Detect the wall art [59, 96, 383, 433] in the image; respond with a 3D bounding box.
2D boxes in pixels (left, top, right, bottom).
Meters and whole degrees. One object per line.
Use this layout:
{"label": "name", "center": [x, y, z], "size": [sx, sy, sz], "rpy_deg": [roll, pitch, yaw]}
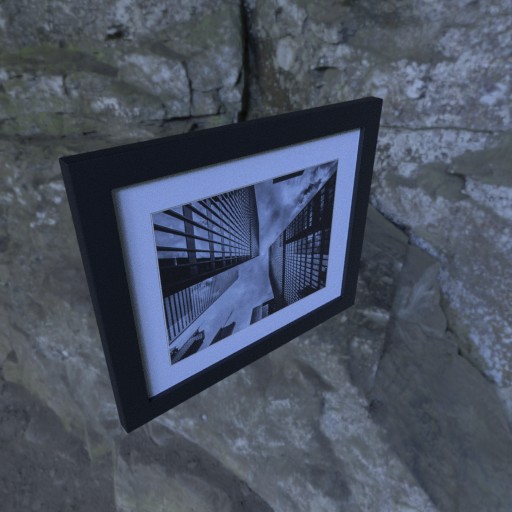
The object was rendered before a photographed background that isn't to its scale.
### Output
{"label": "wall art", "center": [0.000, 0.000, 0.762], "size": [0.558, 0.457, 0.031], "rpy_deg": [-22, 37, -32]}
